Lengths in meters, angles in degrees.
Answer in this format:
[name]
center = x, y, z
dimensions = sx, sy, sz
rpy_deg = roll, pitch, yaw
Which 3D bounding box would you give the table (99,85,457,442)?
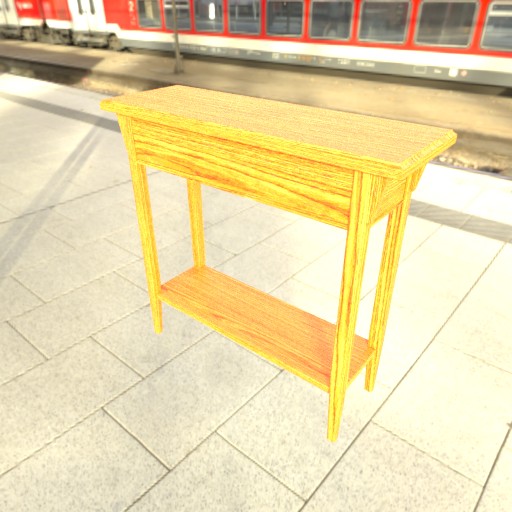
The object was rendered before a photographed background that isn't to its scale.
[table]
center = 0.000, 0.000, 1.127
dimensions = 0.762, 0.711, 0.254
rpy_deg = 22, 37, 32
